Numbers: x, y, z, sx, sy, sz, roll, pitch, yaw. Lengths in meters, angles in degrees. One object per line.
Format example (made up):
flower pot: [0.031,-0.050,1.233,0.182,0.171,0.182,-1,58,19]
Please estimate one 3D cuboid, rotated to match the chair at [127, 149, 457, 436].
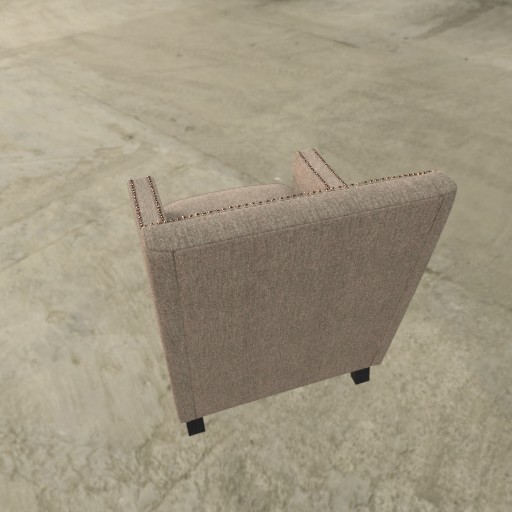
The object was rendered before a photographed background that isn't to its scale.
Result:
chair: [0.000,0.000,1.597,0.776,0.967,0.884,-12,43,-14]
